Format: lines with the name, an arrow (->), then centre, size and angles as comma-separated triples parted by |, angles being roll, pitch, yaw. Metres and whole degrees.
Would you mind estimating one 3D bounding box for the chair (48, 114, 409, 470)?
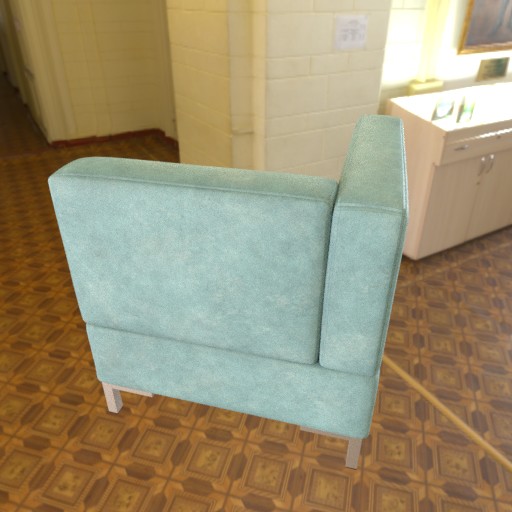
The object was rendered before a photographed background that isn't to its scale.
chair -> 0.000, 0.000, 1.186 | 0.684, 0.660, 0.691 | 8, 31, 13
